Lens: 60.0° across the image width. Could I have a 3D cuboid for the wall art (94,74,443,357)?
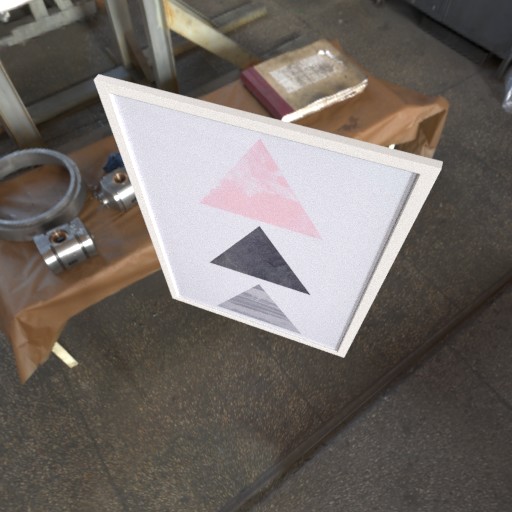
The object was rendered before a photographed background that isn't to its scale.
[{"bbox_3d":[0.000,0.000,0.830,0.456,0.656,0.013,18,60,10],"label":"wall art"}]
